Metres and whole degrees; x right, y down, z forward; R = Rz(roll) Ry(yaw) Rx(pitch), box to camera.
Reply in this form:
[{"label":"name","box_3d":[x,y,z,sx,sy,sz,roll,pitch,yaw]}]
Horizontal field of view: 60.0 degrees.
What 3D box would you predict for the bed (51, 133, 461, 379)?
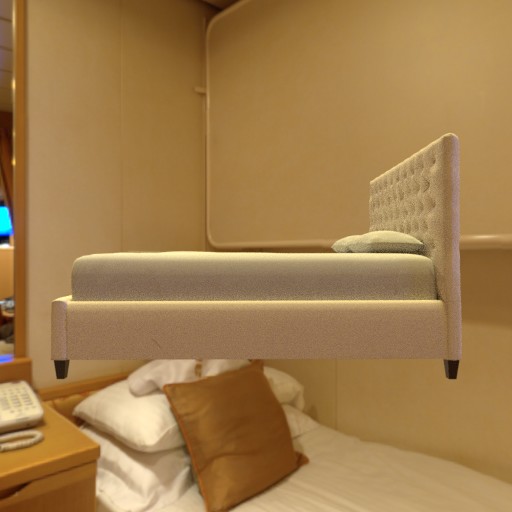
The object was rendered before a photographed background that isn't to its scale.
[{"label":"bed","box_3d":[0.000,0.000,3.389,2.387,1.427,1.698,0,0,0]}]
